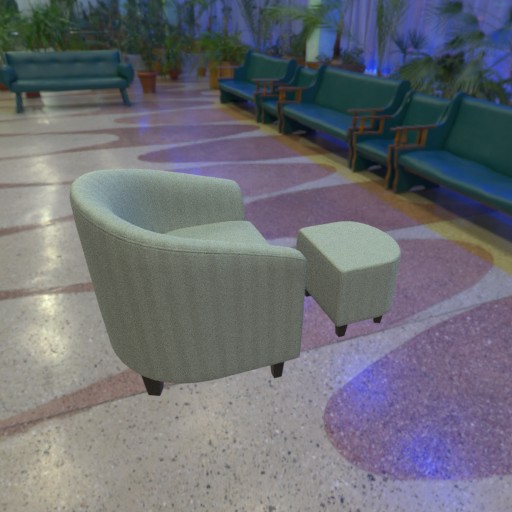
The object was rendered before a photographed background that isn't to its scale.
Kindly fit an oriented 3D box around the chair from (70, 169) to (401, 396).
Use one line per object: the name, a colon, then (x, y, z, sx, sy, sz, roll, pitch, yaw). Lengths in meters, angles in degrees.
chair: (0.000, 0.000, 1.800, 1.288, 0.757, 0.756, -10, 31, -17)
